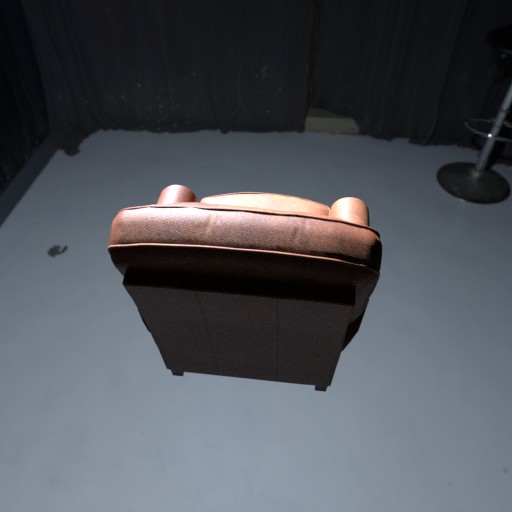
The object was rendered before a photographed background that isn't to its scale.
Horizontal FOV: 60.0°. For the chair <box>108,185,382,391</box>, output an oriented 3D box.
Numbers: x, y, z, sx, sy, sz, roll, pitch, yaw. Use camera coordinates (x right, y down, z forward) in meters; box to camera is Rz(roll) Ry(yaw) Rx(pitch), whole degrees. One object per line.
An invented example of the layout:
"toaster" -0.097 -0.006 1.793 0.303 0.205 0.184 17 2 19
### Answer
"chair" 0.000 0.000 1.850 0.936 1.018 0.986 5 46 5
